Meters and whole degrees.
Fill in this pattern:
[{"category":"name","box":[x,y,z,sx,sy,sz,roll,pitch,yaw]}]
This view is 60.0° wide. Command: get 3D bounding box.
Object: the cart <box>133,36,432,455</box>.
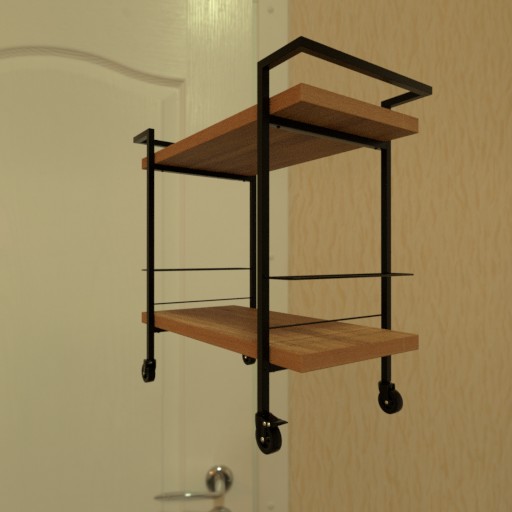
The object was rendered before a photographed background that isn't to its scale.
[{"category":"cart","box":[0.000,0.000,1.208,0.406,0.762,0.806,0,0,-36]}]
